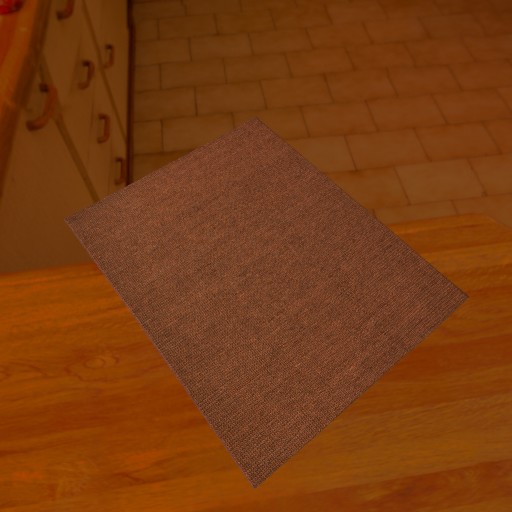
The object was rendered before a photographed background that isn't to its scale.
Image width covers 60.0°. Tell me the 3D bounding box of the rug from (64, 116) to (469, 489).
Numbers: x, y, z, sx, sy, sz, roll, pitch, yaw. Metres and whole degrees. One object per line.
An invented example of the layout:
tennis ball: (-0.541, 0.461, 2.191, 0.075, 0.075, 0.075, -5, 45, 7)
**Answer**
rug: (0.000, 0.000, 4.182, 2.456, 0.021, 3.068, -34, 63, -20)
